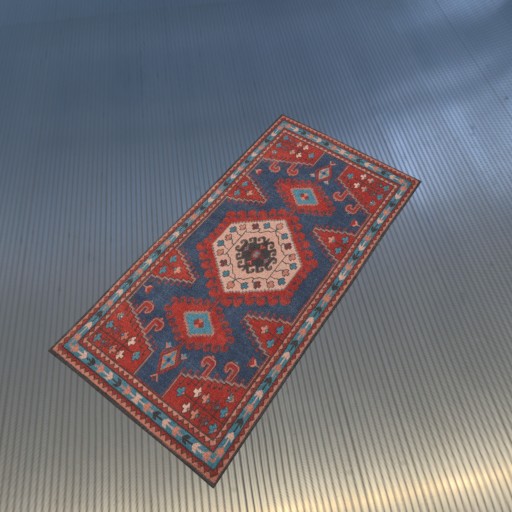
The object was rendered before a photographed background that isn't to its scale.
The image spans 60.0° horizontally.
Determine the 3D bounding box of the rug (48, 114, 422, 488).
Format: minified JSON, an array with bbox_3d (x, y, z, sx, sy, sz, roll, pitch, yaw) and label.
[{"bbox_3d":[0.000,0.000,3.595,1.522,0.034,3.032,31,64,17],"label":"rug"}]
